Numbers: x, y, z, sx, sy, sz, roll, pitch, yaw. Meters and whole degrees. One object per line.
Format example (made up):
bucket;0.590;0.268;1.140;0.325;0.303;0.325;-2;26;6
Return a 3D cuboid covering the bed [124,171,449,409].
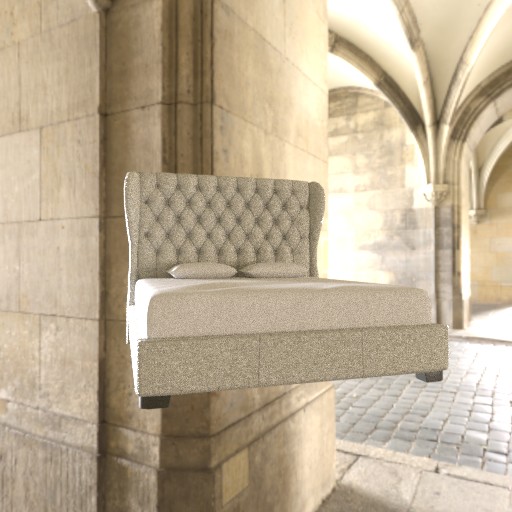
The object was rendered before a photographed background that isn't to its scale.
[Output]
bed;0.000;0.000;3.906;2.219;1.771;2.347;0;0;-17
